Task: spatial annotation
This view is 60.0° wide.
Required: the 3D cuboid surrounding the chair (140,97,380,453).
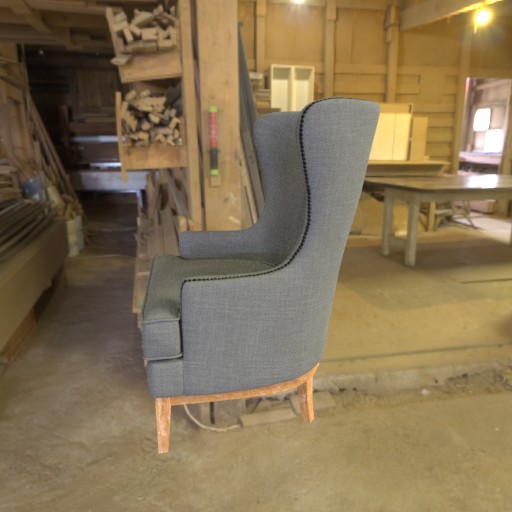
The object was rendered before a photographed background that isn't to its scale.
[{"bbox_3d":[0.000,0.000,1.820,0.883,1.176,0.864,-3,15,-9],"label":"chair"}]
